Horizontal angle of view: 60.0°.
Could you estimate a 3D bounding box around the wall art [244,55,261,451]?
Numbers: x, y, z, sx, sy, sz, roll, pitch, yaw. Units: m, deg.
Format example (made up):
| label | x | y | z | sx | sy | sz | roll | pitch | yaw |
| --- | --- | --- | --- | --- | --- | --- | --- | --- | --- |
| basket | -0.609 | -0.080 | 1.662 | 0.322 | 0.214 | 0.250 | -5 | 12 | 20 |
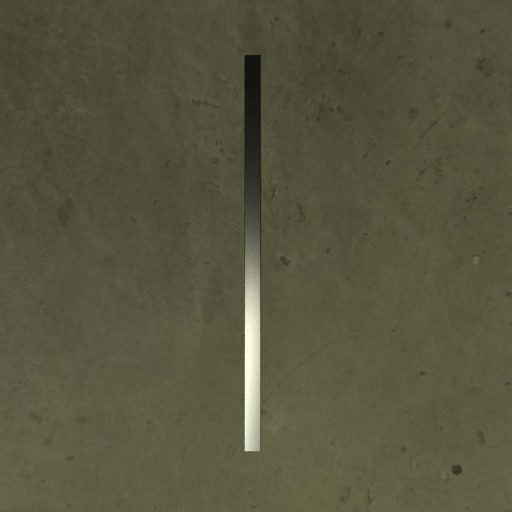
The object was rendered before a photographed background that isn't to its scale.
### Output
| label | x | y | z | sx | sy | sz | roll | pitch | yaw |
| --- | --- | --- | --- | --- | --- | --- | --- | --- | --- |
| wall art | 0.000 | 0.000 | 0.555 | 0.013 | 0.432 | 0.304 | 0 | 89 | 1 |
